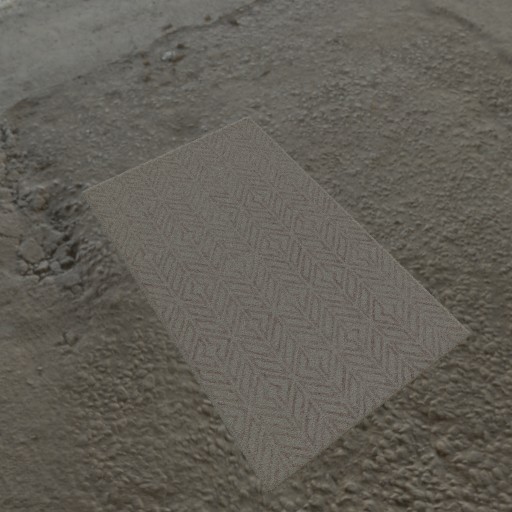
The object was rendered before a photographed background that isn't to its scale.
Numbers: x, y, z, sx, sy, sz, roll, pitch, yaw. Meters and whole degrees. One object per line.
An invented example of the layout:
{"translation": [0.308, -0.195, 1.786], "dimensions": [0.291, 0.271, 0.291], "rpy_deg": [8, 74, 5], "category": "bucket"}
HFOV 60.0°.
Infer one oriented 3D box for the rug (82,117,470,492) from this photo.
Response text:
{"translation": [0.000, 0.000, 3.021], "dimensions": [1.523, 0.008, 2.438], "rpy_deg": [-30, 62, -18], "category": "rug"}
